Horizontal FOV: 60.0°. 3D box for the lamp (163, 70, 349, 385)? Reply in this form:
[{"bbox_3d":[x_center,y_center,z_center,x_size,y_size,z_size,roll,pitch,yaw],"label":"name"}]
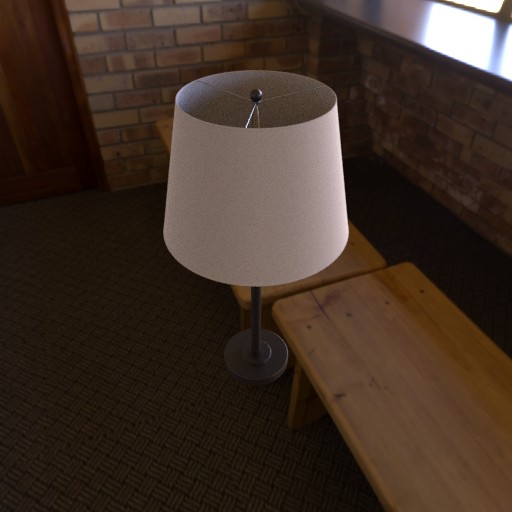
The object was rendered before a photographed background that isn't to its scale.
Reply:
[{"bbox_3d":[0.000,0.000,0.935,0.363,0.696,0.363,0,40,0],"label":"lamp"}]
